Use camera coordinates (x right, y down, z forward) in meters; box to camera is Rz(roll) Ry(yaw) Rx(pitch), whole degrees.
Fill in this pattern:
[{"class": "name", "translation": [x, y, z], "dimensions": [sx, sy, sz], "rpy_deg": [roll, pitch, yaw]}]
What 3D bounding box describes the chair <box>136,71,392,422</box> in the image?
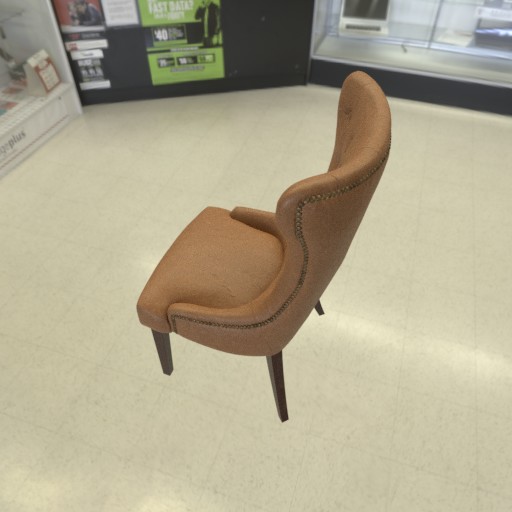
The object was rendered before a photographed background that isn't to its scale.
[{"class": "chair", "translation": [0.000, 0.000, 1.456], "dimensions": [0.669, 1.065, 0.611], "rpy_deg": [15, 48, 14]}]
